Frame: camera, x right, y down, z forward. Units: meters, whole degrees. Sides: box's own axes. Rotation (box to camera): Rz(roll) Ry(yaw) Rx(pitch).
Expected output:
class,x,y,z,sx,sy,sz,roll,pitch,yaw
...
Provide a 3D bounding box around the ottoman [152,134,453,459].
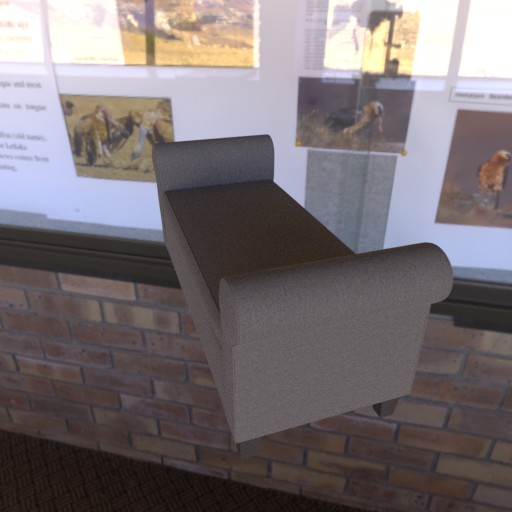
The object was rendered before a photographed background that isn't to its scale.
class,x,y,z,sx,sy,sz,roll,pitch,yaw
ottoman,0.000,0.000,1.537,0.521,0.547,1.256,-9,30,-16
